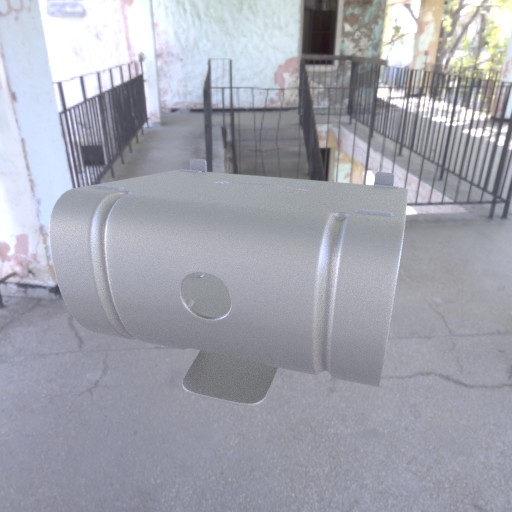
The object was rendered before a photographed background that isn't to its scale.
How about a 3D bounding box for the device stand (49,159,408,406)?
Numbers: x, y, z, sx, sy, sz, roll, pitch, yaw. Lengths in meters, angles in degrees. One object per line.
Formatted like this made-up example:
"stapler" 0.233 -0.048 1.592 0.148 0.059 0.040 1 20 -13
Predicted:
"device stand" 0.000 0.000 0.404 0.256 0.155 0.236 7 27 15
